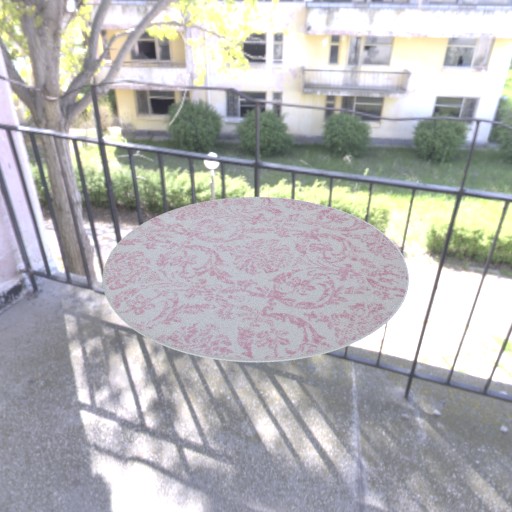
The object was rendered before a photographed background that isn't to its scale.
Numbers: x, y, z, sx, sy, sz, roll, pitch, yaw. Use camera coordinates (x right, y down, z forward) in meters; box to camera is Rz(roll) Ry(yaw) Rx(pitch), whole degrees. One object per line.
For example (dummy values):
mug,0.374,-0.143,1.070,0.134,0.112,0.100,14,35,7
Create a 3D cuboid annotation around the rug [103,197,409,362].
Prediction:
rug,0.000,0.000,2.399,1.593,0.012,1.593,0,31,0
